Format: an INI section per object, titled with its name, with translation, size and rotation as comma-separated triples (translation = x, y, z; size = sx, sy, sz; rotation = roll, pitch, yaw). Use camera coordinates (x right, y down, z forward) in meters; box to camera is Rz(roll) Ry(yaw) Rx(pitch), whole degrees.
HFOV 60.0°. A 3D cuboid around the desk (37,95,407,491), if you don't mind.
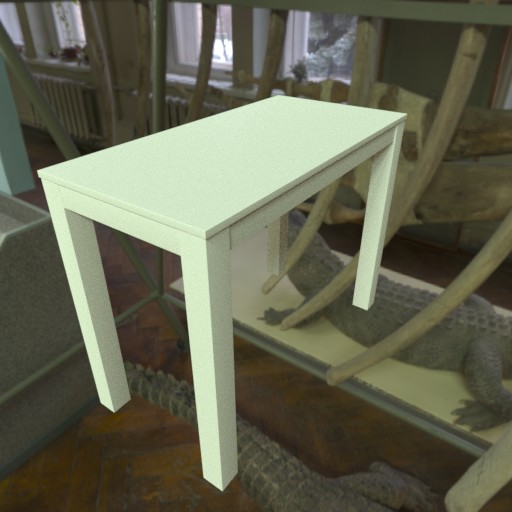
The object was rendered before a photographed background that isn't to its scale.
[desk]
translation = 0.000, 0.000, 1.410
size = 0.497, 0.762, 0.990
rotation = 20, 37, 30
